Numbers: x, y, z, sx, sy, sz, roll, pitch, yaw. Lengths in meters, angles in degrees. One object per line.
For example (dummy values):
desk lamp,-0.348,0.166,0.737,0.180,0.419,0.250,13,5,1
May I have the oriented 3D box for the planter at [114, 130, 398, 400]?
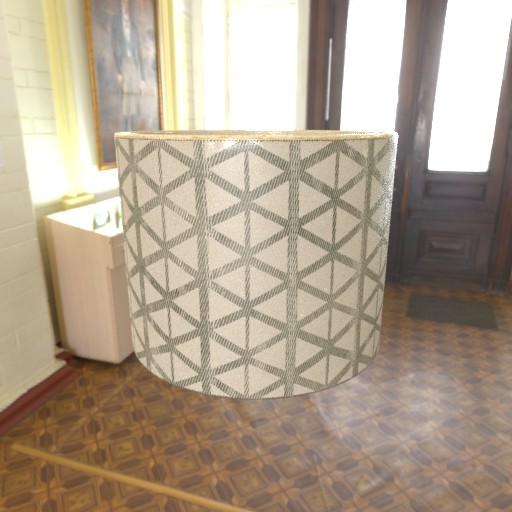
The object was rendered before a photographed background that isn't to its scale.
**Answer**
planter,0.000,0.000,0.442,0.250,0.239,0.250,0,17,0
